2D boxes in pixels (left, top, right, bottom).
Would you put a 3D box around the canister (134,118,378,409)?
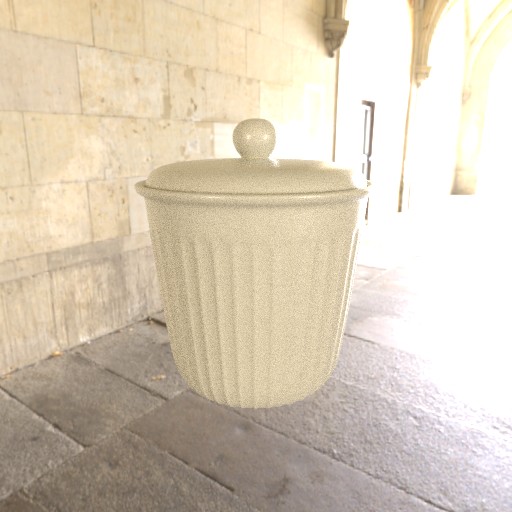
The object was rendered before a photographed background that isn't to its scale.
[{"bbox_3d":[0.000,0.000,0.355,0.181,0.211,0.181,0,14,0],"label":"canister"}]
